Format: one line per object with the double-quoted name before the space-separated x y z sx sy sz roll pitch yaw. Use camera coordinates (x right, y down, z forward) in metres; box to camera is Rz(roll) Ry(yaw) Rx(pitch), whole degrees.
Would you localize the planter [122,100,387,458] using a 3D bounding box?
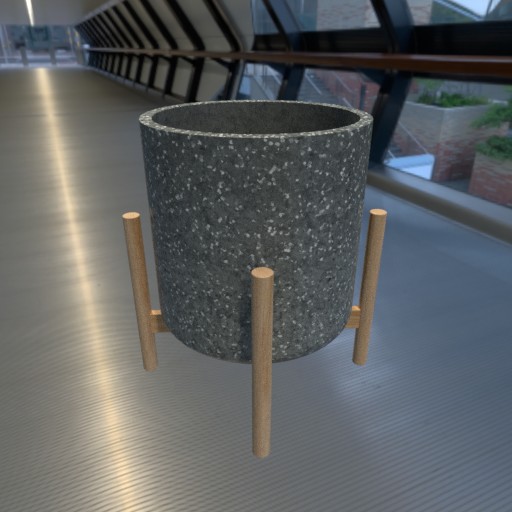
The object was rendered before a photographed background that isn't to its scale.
"planter" 0.000 0.000 0.681 0.360 0.419 0.360 9 28 18
